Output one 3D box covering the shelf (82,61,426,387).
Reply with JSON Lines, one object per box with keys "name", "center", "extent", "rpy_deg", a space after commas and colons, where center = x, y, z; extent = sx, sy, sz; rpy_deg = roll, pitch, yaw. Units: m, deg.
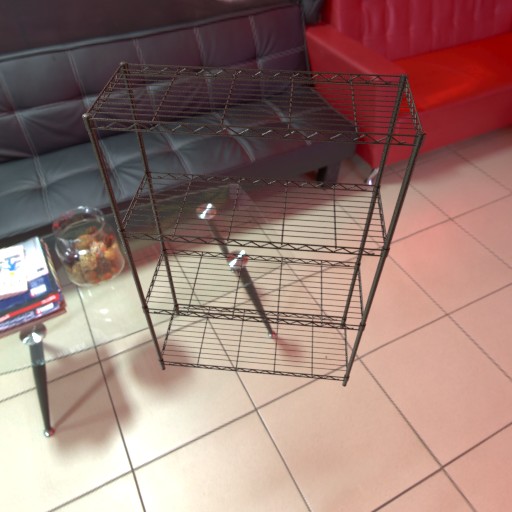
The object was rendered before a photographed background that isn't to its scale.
{"name": "shelf", "center": [0.000, 0.000, 1.768], "extent": [0.907, 1.361, 0.352], "rpy_deg": [4, 47, 4]}
